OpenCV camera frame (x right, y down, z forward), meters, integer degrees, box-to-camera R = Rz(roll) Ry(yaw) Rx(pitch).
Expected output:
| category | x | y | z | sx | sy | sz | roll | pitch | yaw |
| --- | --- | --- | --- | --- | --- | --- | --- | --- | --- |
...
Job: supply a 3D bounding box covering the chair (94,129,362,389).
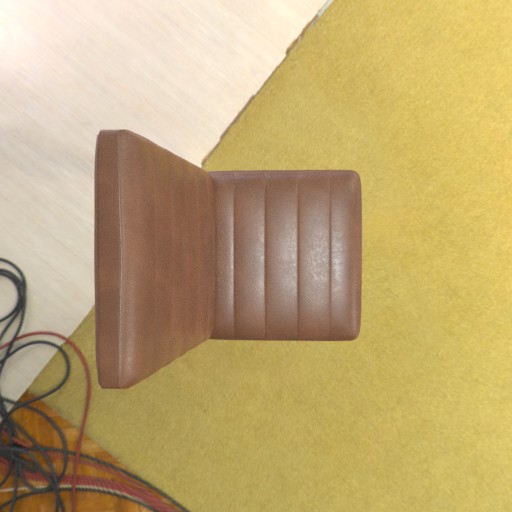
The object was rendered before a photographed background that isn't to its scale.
| category | x | y | z | sx | sy | sz | roll | pitch | yaw |
| --- | --- | --- | --- | --- | --- | --- | --- | --- | --- |
| chair | 0.000 | 0.000 | 1.303 | 0.634 | 0.930 | 0.520 | 0 | 91 | 0 |
